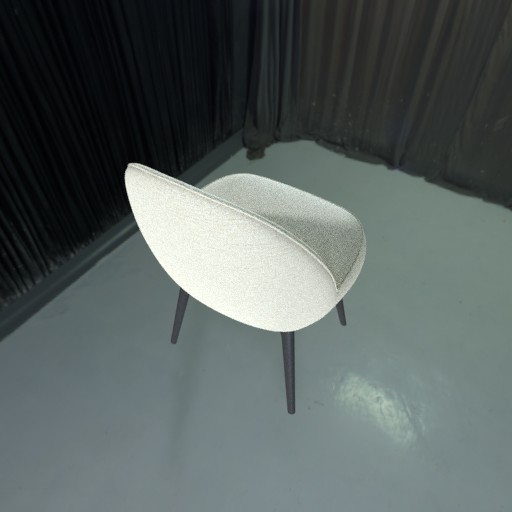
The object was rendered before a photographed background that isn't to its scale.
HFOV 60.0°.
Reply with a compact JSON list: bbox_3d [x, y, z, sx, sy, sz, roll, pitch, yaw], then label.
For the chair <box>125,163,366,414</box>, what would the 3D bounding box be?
[{"bbox_3d":[0.000,0.000,1.208,0.532,0.838,0.540,25,53,21],"label":"chair"}]
